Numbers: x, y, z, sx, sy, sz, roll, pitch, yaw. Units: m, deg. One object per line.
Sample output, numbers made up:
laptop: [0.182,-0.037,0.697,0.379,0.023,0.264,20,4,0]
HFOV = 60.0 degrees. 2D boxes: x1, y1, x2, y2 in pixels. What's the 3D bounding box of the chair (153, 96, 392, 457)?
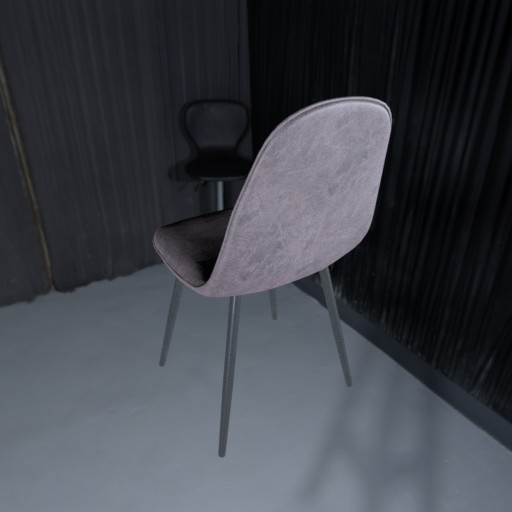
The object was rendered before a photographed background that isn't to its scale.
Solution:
chair: [0.000,0.000,1.188,0.472,0.889,0.561,-18,34,-28]
